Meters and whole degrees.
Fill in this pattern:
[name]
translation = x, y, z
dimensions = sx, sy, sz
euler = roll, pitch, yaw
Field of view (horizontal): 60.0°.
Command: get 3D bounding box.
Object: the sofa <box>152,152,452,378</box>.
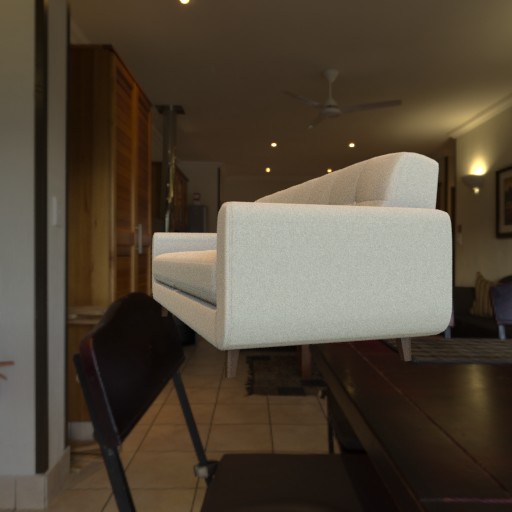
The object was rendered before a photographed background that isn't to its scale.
[sofa]
translation = 0.000, 0.000, 2.589
dimensions = 0.980, 0.892, 2.137
euler = 0, 0, -19
